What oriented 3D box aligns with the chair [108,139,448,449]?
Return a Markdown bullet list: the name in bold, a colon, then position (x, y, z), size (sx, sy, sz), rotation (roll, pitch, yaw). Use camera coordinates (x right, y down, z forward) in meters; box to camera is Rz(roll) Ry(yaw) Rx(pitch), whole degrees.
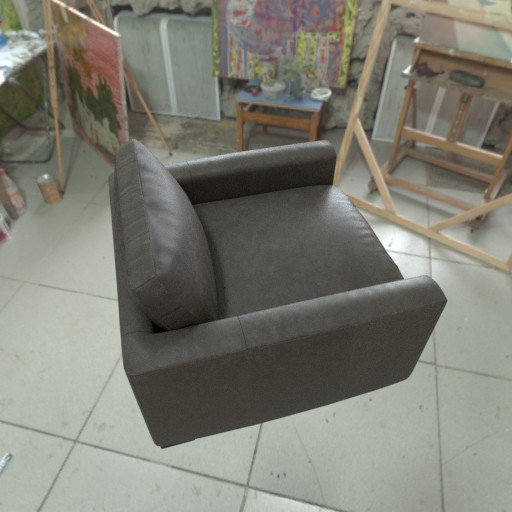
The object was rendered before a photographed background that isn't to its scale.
- **chair**: position (0.000, 0.000, 1.836), size (1.080, 0.807, 1.106), rotation (-11, 46, -11)
